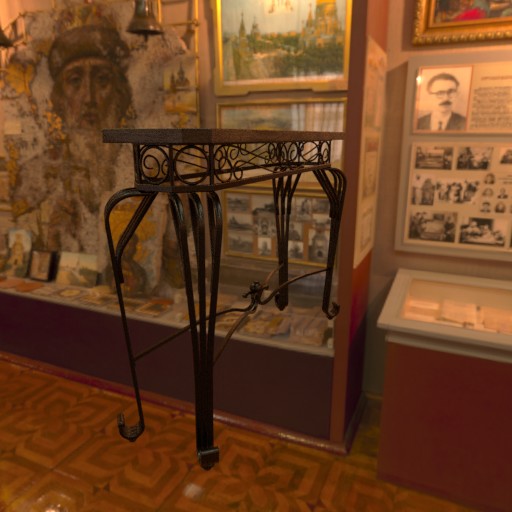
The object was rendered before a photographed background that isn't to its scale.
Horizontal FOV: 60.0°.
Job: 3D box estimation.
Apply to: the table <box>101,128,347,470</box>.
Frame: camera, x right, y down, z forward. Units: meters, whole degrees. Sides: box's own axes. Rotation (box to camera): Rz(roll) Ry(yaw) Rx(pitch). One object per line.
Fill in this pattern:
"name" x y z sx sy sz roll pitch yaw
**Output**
"table" 0.000 0.000 1.474 0.329 0.800 1.112 7 17 25
